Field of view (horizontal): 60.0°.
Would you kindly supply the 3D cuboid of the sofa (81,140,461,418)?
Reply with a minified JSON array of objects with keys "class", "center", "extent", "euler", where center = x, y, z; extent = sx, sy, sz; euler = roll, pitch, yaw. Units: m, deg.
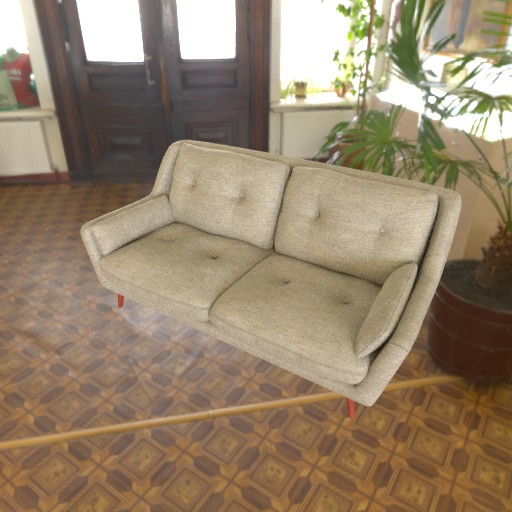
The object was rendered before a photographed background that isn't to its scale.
[{"class":"sofa","center":[0.000,0.000,2.475],"extent":[1.930,0.897,0.976],"euler":[18,34,29]}]
